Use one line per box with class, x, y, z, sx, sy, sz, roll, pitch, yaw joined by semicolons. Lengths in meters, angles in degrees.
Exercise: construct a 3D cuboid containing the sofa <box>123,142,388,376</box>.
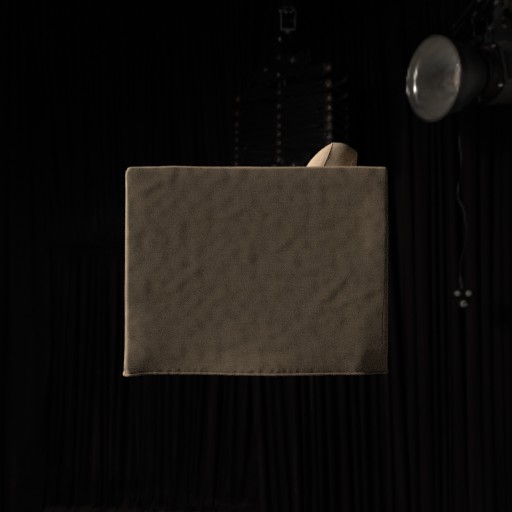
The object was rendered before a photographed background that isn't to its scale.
sofa;0.000;0.000;2.500;0.956;0.847;1.987;0;-1;1
